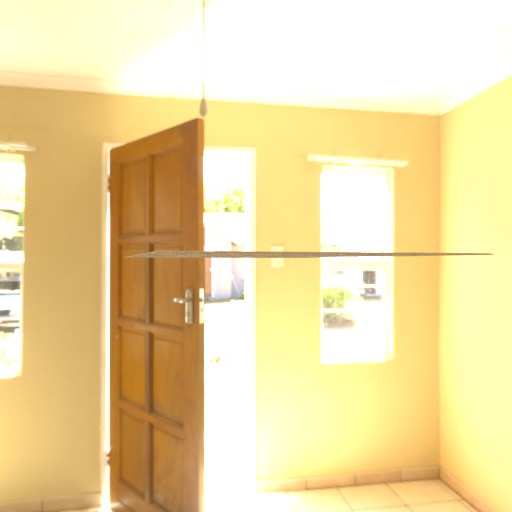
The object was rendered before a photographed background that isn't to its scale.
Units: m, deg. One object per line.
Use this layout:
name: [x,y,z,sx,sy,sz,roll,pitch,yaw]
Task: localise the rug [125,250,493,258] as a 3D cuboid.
rug: [0.000,0.000,2.843,1.522,0.008,2.284,0,-1,-19]
